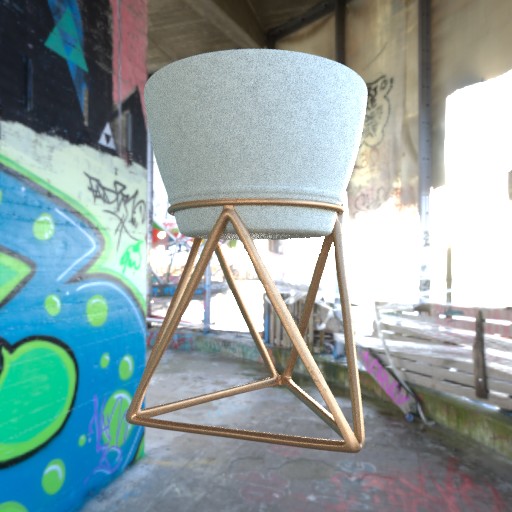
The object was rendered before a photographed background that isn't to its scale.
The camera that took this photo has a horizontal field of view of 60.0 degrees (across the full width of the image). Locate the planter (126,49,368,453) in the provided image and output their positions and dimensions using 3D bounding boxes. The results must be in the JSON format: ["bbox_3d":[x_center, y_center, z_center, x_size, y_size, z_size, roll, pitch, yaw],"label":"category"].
[{"bbox_3d":[0.000,0.000,0.712,0.350,0.504,0.350,0,0,17],"label":"planter"}]
